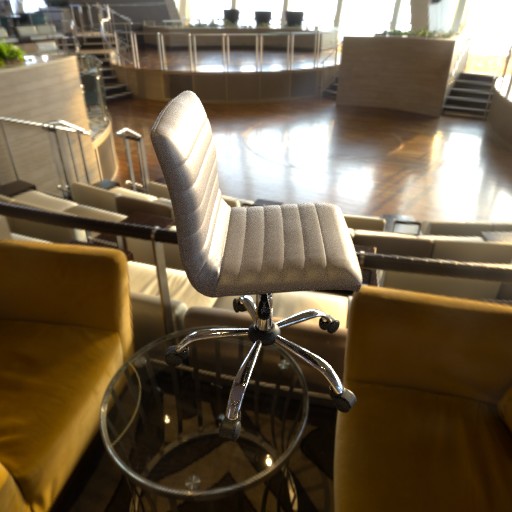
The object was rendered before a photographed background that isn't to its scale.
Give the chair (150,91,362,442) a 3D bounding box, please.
[{"bbox_3d":[0.000,0.000,1.135,0.542,0.750,0.569,1,31,1],"label":"chair"}]
